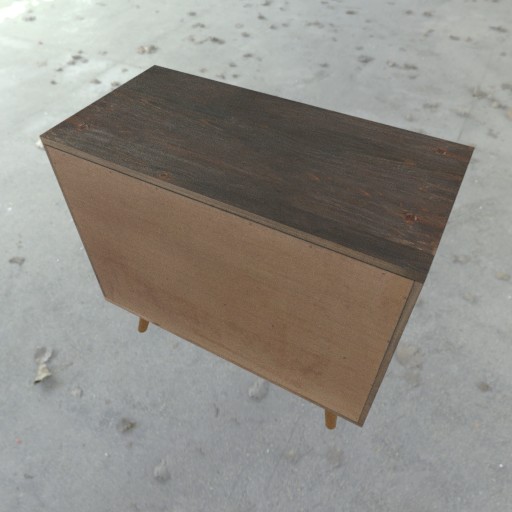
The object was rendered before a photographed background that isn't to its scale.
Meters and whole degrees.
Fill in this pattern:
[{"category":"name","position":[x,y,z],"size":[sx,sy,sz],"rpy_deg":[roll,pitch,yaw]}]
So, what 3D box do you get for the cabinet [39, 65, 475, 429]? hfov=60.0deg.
[{"category":"cabinet","position":[0.000,0.000,1.489],"size":[1.023,0.897,0.529],"rpy_deg":[22,50,19]}]
